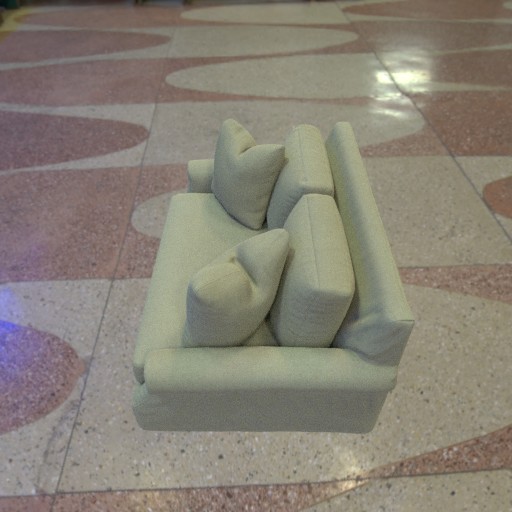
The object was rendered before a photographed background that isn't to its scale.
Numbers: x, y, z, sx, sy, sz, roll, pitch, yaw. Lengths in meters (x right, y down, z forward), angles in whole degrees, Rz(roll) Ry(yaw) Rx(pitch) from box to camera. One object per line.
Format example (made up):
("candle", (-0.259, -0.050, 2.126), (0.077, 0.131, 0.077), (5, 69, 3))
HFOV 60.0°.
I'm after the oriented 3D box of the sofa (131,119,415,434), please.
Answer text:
("sofa", (0.000, 0.000, 2.207), (1.070, 0.905, 1.550), (0, 43, 0))
